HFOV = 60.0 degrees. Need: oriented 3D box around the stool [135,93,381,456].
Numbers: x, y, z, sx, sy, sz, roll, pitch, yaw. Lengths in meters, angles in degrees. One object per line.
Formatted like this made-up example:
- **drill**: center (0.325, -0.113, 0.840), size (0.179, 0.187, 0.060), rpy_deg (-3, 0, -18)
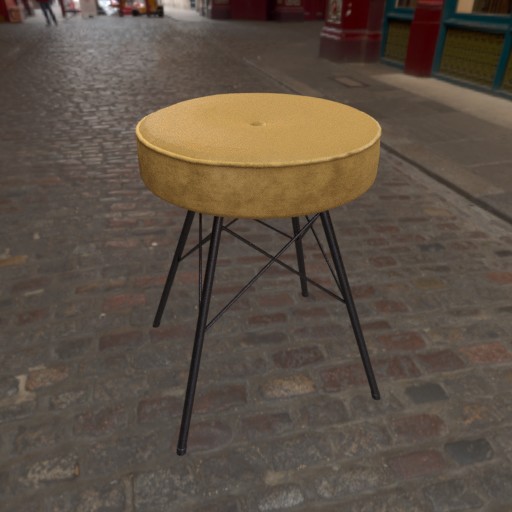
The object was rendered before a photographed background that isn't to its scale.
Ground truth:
- **stool**: center (0.000, 0.000, 0.935), size (0.472, 0.595, 0.438), rpy_deg (-8, 33, -13)
